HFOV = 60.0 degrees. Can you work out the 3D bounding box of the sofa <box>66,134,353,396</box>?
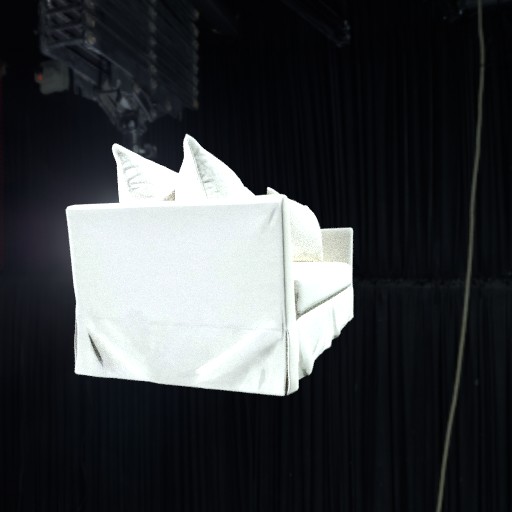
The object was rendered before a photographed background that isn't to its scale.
[{"bbox_3d":[0.000,0.000,2.827,1.031,1.034,2.290,0,0,19],"label":"sofa"}]
